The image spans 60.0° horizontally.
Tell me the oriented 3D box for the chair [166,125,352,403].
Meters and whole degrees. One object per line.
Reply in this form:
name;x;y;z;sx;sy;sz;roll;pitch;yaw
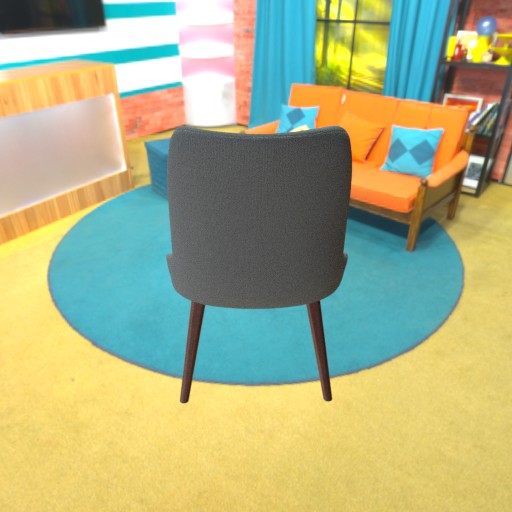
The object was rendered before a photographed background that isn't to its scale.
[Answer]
chair;0.000;0.000;1.301;0.535;0.918;0.707;0;31;0
